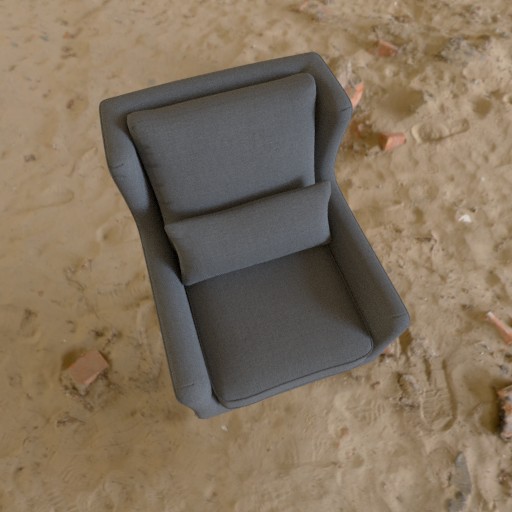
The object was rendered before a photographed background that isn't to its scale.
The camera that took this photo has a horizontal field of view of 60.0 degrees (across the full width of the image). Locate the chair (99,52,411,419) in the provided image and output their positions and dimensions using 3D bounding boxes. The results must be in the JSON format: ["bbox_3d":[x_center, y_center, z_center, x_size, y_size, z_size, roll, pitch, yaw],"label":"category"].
[{"bbox_3d":[0.000,0.000,1.805,0.866,1.056,1.040,-16,64,-8],"label":"chair"}]
